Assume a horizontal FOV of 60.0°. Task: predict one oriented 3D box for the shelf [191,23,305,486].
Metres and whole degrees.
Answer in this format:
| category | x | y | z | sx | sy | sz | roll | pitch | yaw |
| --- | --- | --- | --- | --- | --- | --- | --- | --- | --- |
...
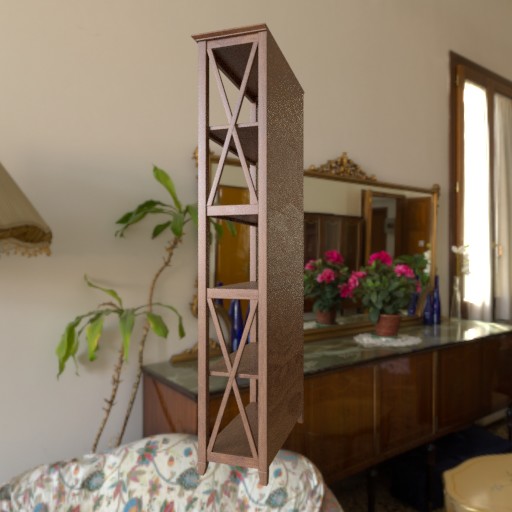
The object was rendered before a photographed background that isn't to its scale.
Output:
| category | x | y | z | sx | sy | sz | roll | pitch | yaw |
| --- | --- | --- | --- | --- | --- | --- | --- | --- | --- |
| shelf | 0.000 | 0.000 | 2.241 | 0.335 | 1.905 | 0.805 | 0 | 0 | 18 |
